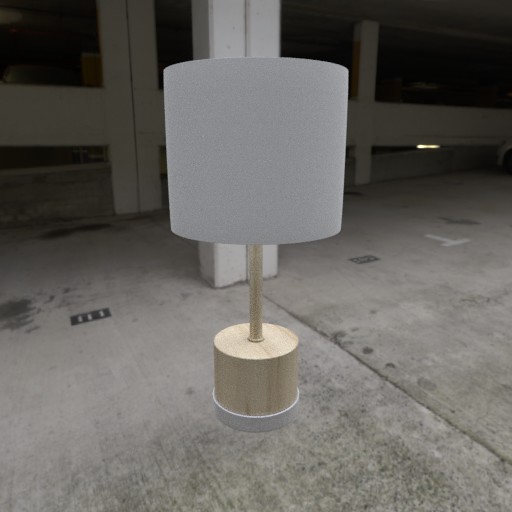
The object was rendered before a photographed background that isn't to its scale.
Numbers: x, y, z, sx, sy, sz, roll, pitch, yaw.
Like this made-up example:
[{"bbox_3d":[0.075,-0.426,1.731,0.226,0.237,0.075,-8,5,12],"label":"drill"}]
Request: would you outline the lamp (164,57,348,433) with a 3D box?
[{"bbox_3d":[0.000,0.000,0.613,0.229,0.470,0.229,-7,16,-25],"label":"lamp"}]
